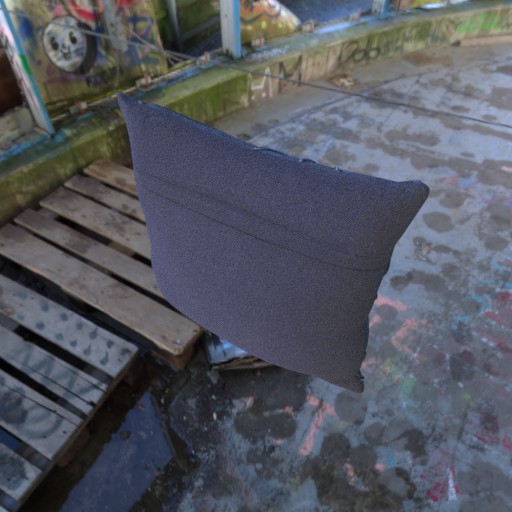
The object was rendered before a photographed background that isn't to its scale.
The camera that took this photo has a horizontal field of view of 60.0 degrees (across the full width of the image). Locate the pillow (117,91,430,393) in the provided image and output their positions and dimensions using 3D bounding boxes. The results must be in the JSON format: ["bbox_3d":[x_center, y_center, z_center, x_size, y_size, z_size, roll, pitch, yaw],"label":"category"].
[{"bbox_3d":[0.000,0.000,0.686,0.439,0.440,0.183,23,51,20],"label":"pillow"}]
